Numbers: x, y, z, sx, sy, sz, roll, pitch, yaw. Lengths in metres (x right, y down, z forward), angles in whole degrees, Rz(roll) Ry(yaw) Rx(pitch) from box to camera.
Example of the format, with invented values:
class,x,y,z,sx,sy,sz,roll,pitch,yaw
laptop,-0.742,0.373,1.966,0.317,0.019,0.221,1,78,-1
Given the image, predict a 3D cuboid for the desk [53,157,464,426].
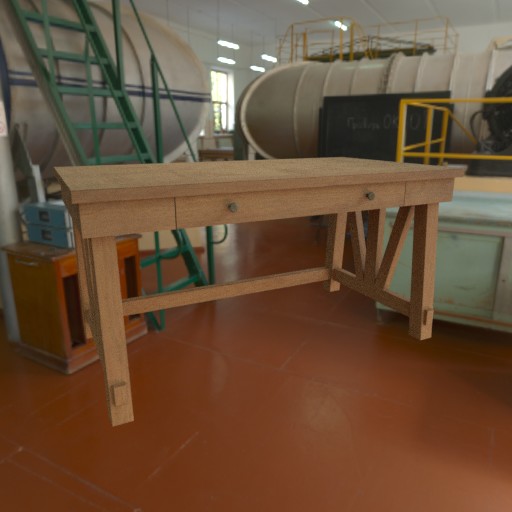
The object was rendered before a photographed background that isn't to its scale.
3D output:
class,x,y,z,sx,sy,sz,roll,pitch,yaw
desk,0.000,0.000,1.944,1.499,0.762,0.813,-8,18,-25
